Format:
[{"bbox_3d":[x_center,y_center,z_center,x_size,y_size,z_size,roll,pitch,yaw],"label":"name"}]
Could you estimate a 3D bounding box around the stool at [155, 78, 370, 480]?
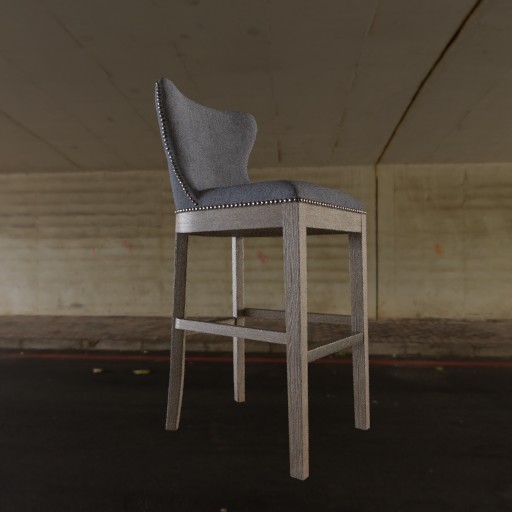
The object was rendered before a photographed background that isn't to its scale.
[{"bbox_3d":[0.000,0.000,1.451,0.606,1.123,0.494,0,0,37],"label":"stool"}]
